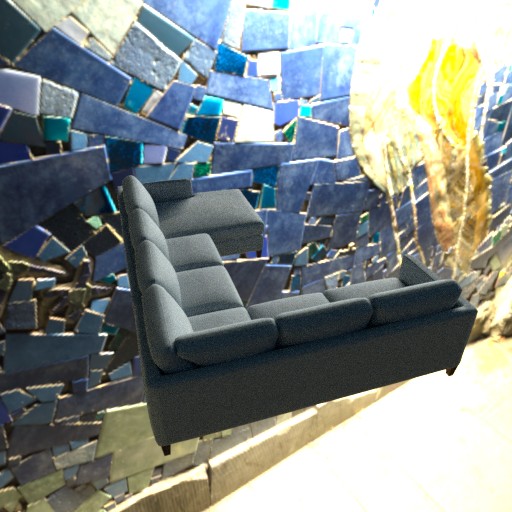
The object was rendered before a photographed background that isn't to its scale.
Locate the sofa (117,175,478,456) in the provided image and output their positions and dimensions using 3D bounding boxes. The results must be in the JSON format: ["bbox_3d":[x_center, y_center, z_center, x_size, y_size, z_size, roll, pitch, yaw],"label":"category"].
[{"bbox_3d":[0.000,0.000,4.550,2.551,0.889,3.403,-10,33,-15],"label":"sofa"}]
